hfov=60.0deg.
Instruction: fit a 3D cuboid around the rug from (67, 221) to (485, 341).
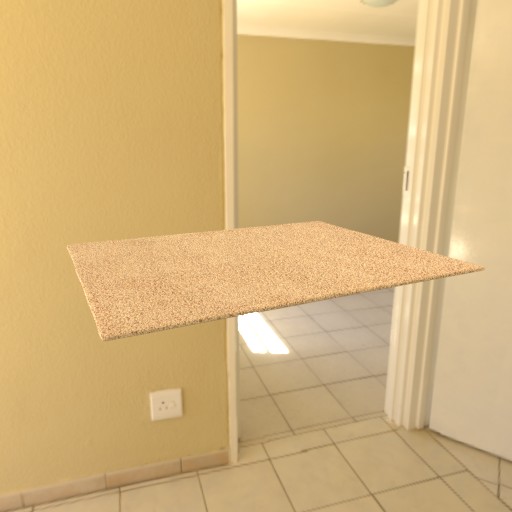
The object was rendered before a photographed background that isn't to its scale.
[{"bbox_3d":[0.000,0.000,4.062,3.047,0.029,2.438,-7,16,-26],"label":"rug"}]
